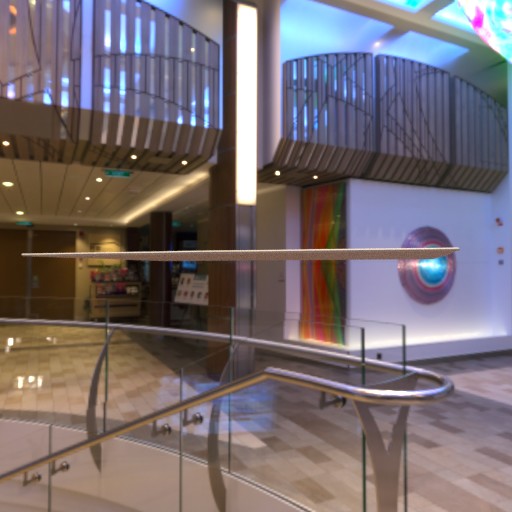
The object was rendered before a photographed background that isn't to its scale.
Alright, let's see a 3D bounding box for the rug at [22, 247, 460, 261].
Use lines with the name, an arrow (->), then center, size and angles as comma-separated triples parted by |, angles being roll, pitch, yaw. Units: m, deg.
rug -> 0.000, 0.000, 3.103 | 2.438, 0.026, 1.706 | -1, -2, 18
